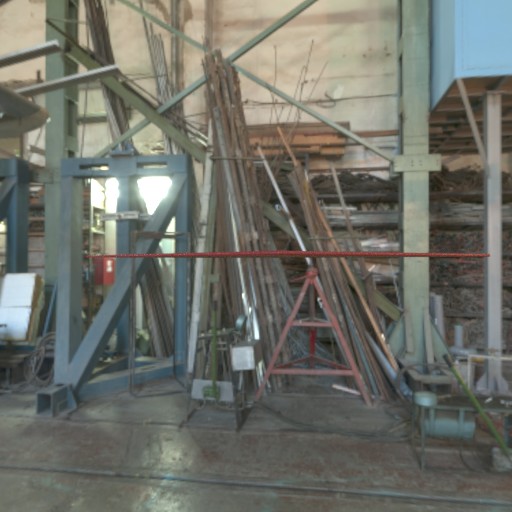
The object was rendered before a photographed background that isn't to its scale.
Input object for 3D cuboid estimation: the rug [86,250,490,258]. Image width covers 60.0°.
[{"bbox_3d":[0.000,0.000,2.285,1.194,0.013,1.802,0,-1,-37],"label":"rug"}]
